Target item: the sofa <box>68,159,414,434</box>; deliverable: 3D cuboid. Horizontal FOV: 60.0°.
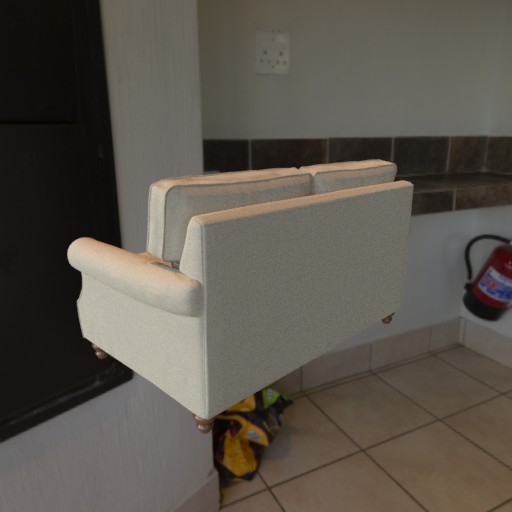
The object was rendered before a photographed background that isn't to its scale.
[{"bbox_3d":[0.000,0.000,2.281,0.964,0.937,1.665,15,22,42],"label":"sofa"}]
